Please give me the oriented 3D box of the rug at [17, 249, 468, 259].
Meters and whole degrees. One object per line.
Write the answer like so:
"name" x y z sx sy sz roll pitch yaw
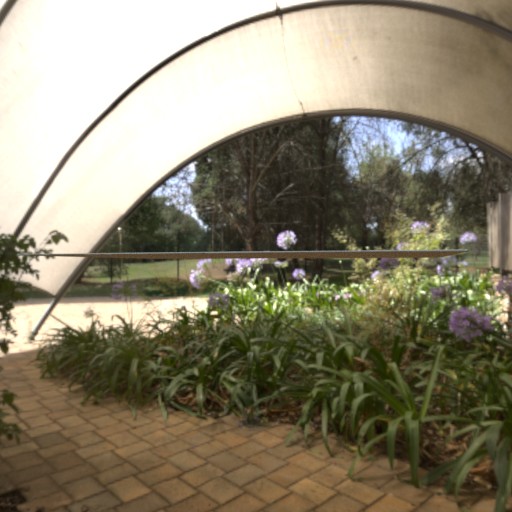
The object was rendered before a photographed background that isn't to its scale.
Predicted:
"rug" 0.000 0.000 2.817 2.284 0.008 1.522 0 -1 18
